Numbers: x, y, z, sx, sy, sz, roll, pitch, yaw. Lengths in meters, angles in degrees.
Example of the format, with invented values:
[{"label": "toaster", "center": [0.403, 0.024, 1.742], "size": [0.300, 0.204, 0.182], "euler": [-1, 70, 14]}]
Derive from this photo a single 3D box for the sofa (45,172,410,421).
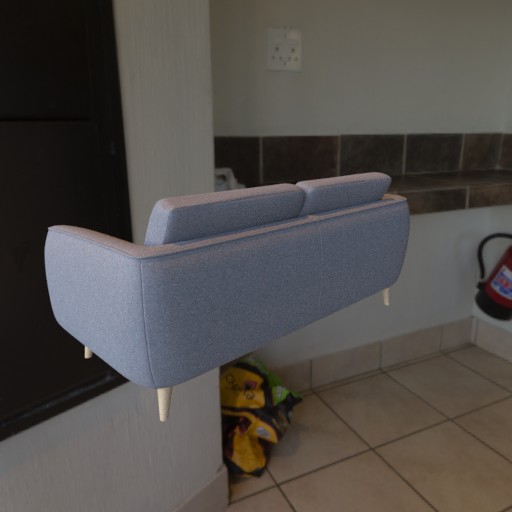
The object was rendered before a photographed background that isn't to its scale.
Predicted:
[{"label": "sofa", "center": [0.000, 0.000, 2.531], "size": [2.000, 0.870, 0.920], "euler": [-15, 22, -42]}]
